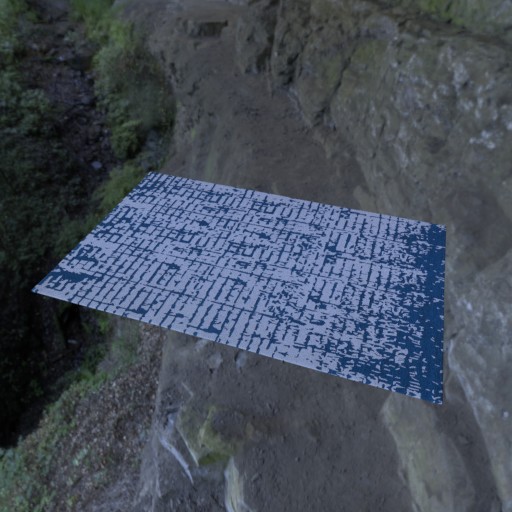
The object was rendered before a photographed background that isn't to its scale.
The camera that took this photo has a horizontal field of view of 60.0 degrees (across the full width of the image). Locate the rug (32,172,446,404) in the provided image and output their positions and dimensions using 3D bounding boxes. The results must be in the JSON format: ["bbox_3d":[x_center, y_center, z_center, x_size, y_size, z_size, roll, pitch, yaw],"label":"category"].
[{"bbox_3d":[0.000,0.000,3.001,2.435,0.011,1.517,12,43,14],"label":"rug"}]
